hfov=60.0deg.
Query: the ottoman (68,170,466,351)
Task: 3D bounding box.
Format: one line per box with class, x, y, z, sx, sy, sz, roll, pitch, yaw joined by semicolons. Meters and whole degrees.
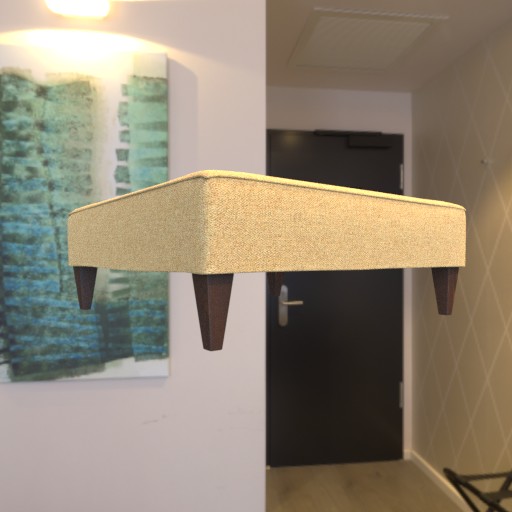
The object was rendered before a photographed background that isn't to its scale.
ottoman;0.000;0.000;1.501;0.981;0.378;0.970;0;0;-37
